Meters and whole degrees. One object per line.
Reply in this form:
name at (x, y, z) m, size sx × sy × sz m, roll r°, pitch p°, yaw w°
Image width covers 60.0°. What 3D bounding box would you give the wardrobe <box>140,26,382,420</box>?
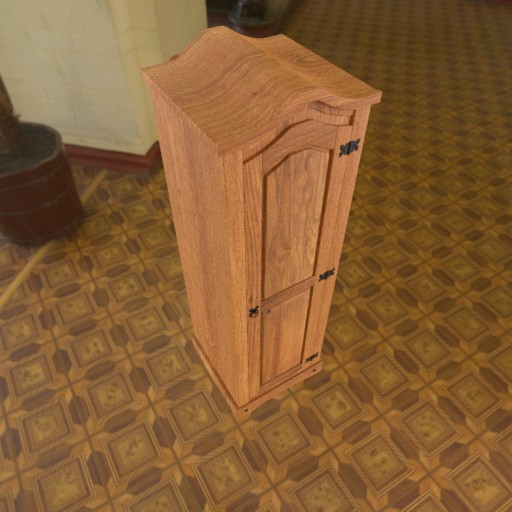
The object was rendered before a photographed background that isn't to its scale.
wardrobe at (0.000, 0.000, 2.088) m, size 0.590 × 1.870 × 0.570 m, roll -24°, pitch 51°, yaw -21°
